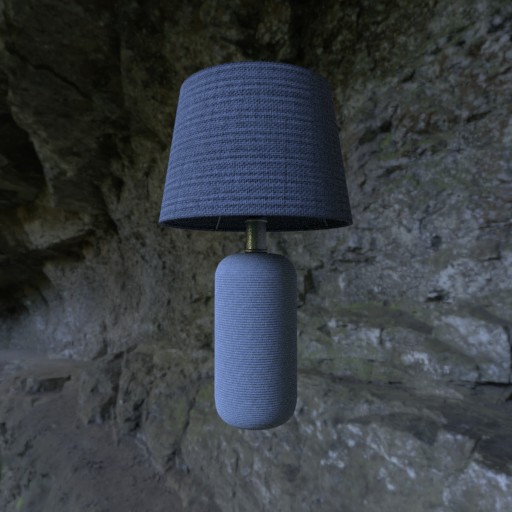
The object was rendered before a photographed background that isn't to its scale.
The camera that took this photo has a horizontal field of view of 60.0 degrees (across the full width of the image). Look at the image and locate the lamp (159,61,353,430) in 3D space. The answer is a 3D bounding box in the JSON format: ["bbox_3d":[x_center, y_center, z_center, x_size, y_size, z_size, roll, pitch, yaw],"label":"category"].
[{"bbox_3d":[0.000,0.000,0.586,0.251,0.429,0.251,0,-1,0],"label":"lamp"}]
